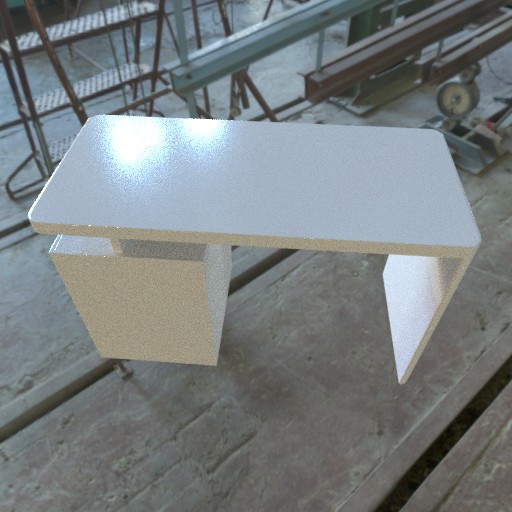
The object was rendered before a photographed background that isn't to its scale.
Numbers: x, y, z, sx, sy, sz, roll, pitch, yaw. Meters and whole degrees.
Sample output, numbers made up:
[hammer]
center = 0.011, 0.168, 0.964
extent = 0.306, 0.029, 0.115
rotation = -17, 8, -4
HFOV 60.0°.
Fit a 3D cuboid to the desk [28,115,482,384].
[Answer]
[desk]
center = 0.000, 0.000, 1.609
extent = 1.200, 0.760, 0.550
rotation = 3, 48, 3
